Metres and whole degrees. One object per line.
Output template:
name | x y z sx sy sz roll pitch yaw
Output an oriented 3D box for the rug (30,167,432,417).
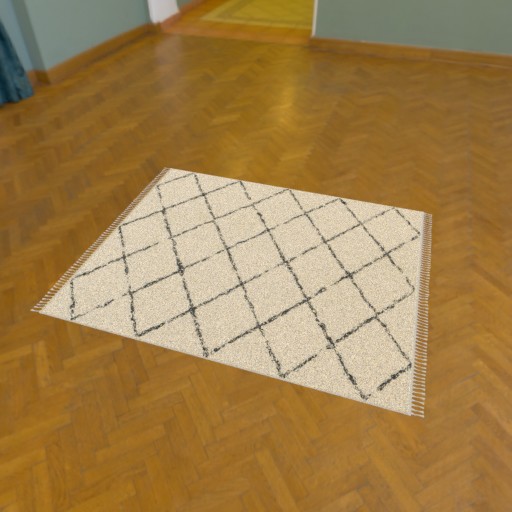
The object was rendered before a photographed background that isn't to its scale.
rug | 0.000 0.000 4.064 3.051 0.013 2.380 12 43 13
